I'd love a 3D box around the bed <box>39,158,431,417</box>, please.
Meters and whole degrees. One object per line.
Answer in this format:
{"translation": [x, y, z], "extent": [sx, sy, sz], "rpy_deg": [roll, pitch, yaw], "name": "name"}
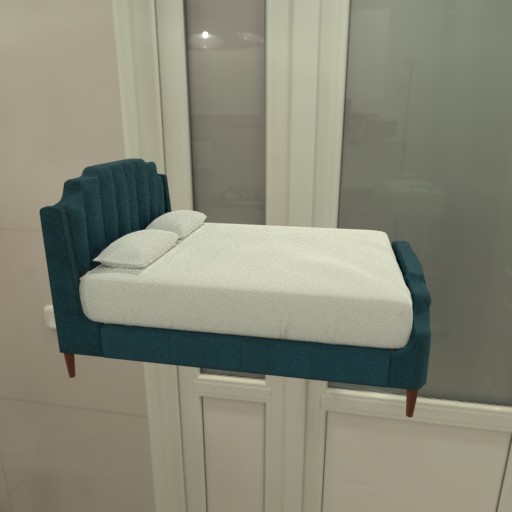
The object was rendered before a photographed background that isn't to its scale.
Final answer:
{"translation": [0.000, 0.000, 3.335], "extent": [2.322, 1.351, 1.676], "rpy_deg": [3, 18, 10], "name": "bed"}
